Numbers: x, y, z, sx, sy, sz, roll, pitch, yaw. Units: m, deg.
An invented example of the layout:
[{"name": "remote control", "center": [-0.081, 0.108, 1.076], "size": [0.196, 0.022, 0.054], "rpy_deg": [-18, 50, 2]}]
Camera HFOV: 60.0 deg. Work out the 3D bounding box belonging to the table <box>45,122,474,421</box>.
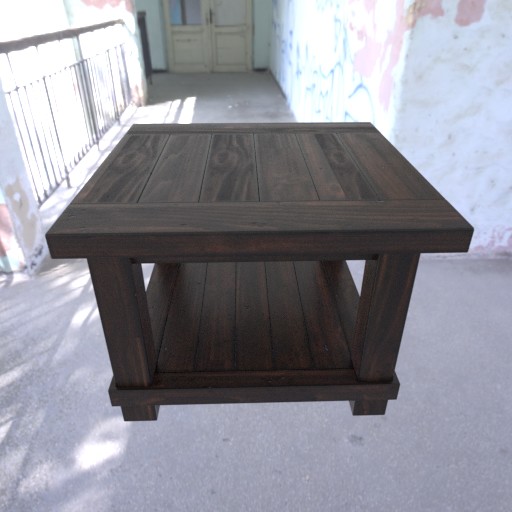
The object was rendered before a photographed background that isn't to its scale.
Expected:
[{"name": "table", "center": [0.000, 0.000, 0.988], "size": [0.606, 0.437, 0.593], "rpy_deg": [-1, 31, -1]}]
